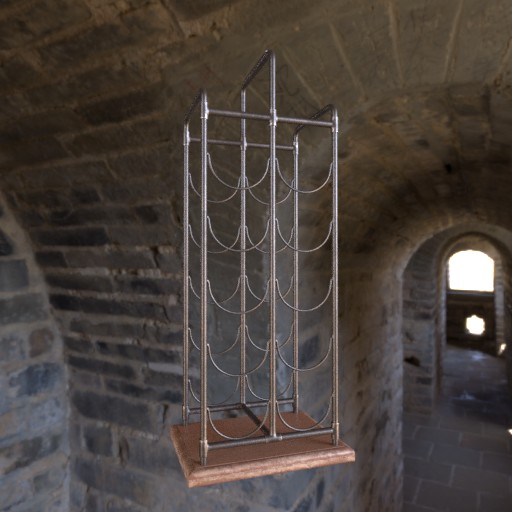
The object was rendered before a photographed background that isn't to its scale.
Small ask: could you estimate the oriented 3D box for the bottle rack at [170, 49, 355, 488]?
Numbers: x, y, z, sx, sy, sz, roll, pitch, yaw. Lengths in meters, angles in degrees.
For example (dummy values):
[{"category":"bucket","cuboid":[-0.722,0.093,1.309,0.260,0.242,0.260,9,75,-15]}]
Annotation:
[{"category":"bottle rack","cuboid":[0.000,0.000,0.791,0.276,0.680,0.208,0,-1,-18]}]
